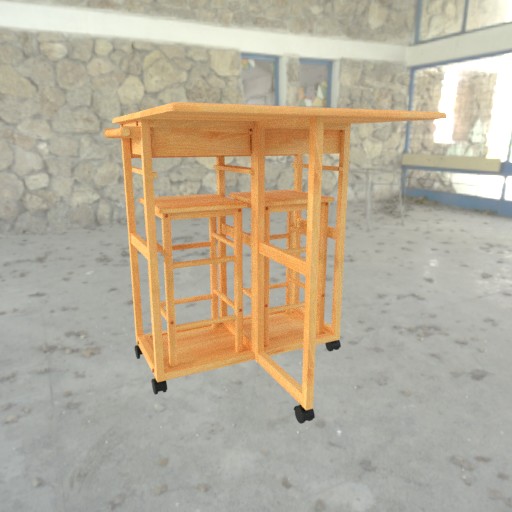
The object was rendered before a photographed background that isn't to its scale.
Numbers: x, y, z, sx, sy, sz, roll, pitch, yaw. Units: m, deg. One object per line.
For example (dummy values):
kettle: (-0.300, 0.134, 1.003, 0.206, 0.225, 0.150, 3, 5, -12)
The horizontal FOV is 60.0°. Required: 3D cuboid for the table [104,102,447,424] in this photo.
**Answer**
table: (0.000, 0.000, 1.374, 0.752, 0.832, 0.693, -7, 16, -25)
